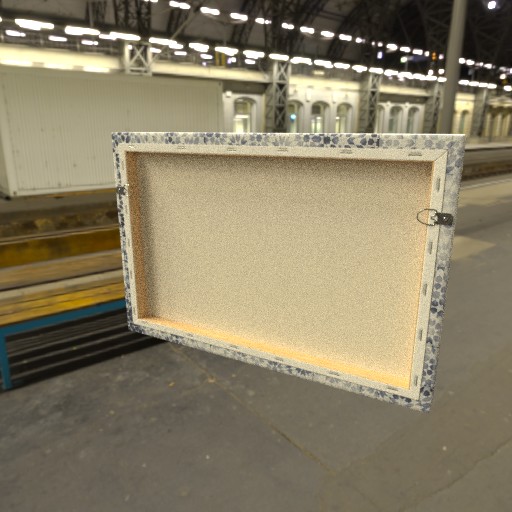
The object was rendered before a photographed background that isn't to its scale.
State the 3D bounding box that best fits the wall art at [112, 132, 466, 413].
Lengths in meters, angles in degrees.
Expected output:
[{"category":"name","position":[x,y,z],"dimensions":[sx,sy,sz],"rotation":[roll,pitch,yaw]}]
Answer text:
[{"category":"wall art","position":[0.000,0.000,0.760],"dimensions":[0.608,0.406,0.030],"rotation":[9,18,27]}]
